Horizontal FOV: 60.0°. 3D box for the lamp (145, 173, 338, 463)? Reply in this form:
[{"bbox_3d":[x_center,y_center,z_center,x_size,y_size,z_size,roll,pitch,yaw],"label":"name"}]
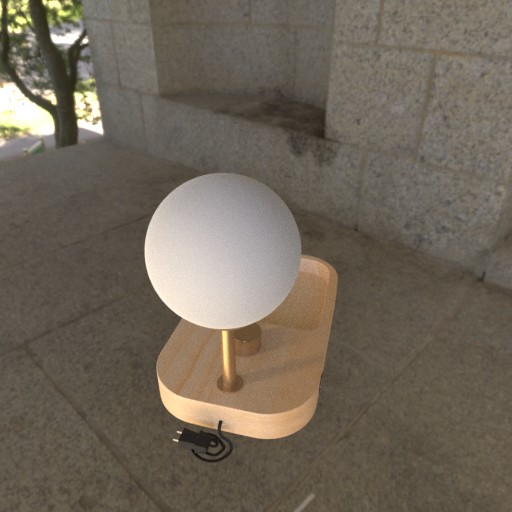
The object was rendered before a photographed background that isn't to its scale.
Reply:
[{"bbox_3d":[0.000,0.000,0.478,0.173,0.253,0.331,8,32,13],"label":"lamp"}]
